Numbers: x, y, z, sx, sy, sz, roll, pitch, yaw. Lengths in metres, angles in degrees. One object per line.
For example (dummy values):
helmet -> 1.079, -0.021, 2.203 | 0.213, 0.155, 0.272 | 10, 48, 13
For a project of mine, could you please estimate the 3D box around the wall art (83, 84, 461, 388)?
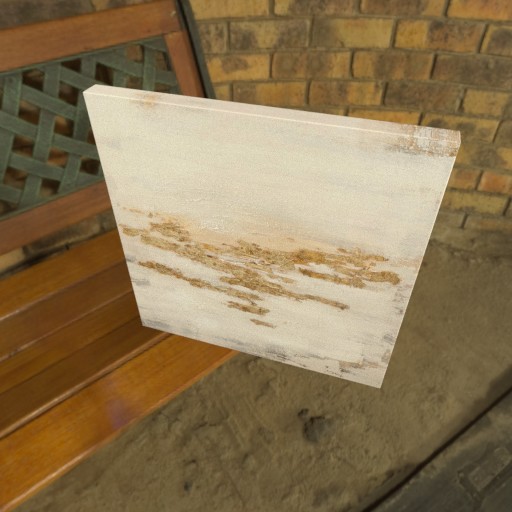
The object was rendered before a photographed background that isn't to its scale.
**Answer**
wall art -> 0.000, 0.000, 0.902 | 0.611, 0.613, 0.040 | 12, 42, 13
